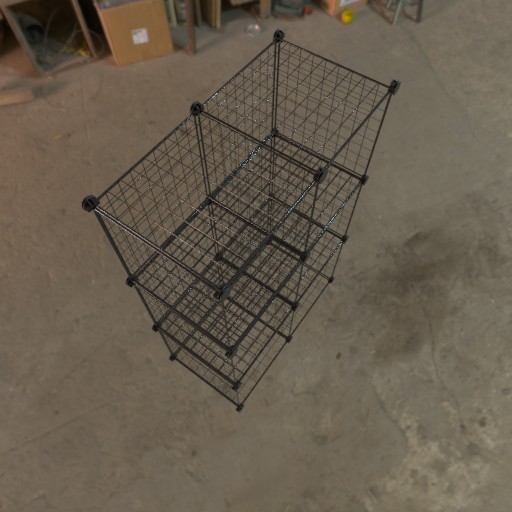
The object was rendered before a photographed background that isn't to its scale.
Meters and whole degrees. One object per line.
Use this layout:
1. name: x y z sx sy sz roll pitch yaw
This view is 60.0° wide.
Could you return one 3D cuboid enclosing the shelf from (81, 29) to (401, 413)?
1. shelf: 0.000 0.000 1.436 0.356 1.067 0.711 32 65 17
